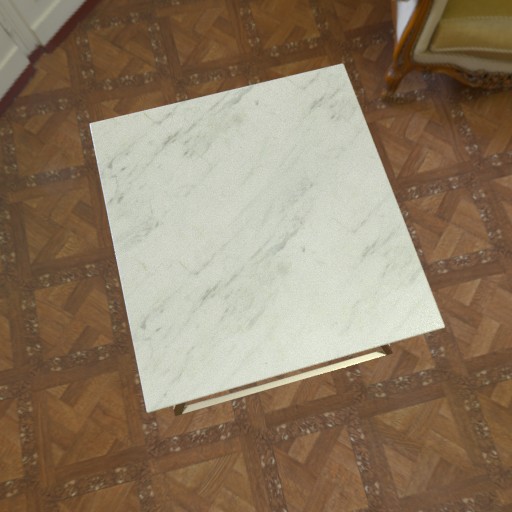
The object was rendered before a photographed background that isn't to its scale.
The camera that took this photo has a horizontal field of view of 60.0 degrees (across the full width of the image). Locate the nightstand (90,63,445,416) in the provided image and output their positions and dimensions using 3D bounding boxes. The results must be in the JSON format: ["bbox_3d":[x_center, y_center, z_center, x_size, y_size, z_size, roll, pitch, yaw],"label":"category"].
[{"bbox_3d":[0.000,0.000,0.880,0.514,0.426,0.513,-15,75,-4],"label":"nightstand"}]
